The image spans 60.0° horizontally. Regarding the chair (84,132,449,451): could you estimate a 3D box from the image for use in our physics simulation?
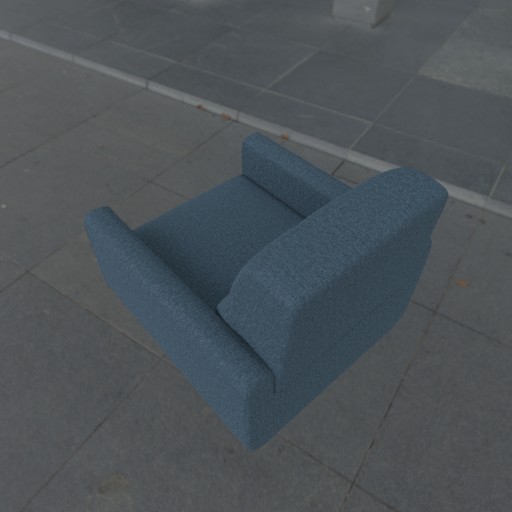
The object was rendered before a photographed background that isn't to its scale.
[{"bbox_3d":[0.000,0.000,1.673,0.880,0.940,0.964,-33,55,-27],"label":"chair"}]
